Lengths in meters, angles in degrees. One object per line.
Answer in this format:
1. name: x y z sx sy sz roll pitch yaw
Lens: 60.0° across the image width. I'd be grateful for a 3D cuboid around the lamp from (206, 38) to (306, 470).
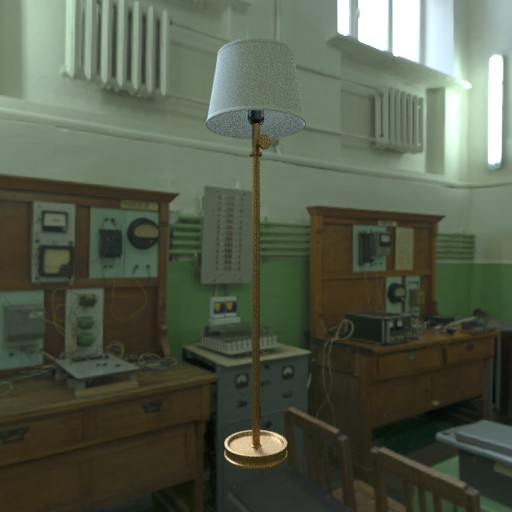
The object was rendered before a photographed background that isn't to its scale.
1. lamp: 0.000 0.000 0.790 0.178 0.710 0.178 0 0 0
